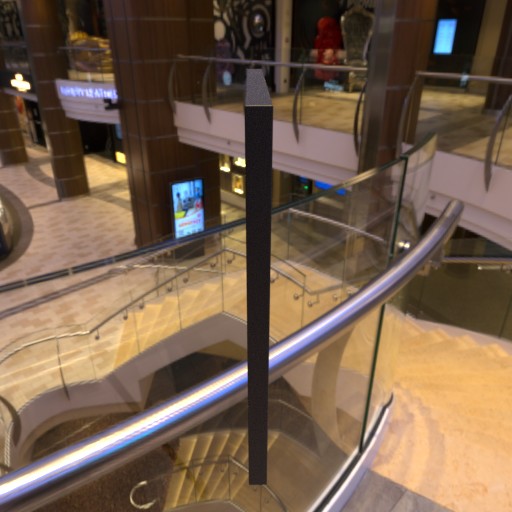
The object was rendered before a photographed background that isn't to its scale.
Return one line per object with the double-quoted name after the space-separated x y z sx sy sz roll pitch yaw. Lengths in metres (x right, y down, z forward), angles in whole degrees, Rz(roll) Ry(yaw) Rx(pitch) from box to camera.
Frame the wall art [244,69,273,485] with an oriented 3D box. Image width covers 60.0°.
0.000 0.000 0.759 0.028 0.559 0.457 0 27 -1 "wall art"
